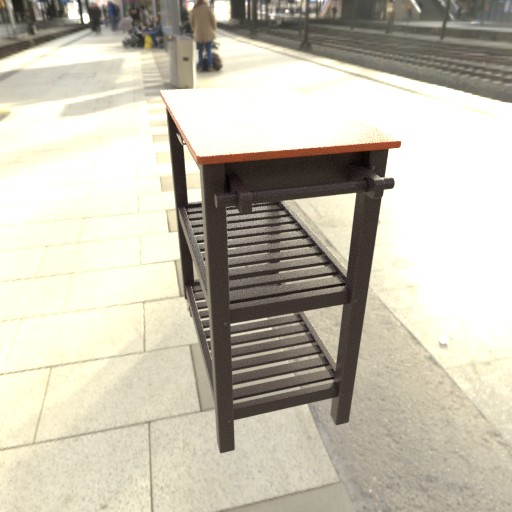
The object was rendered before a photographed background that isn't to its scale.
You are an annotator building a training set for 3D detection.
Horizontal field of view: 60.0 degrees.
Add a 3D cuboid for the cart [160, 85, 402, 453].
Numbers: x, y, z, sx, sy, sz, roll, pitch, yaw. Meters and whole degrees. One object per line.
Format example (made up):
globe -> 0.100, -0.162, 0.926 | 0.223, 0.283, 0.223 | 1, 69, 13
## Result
cart -> 0.000, 0.000, 1.468 | 0.457, 0.927, 0.899 | -8, 30, -14
